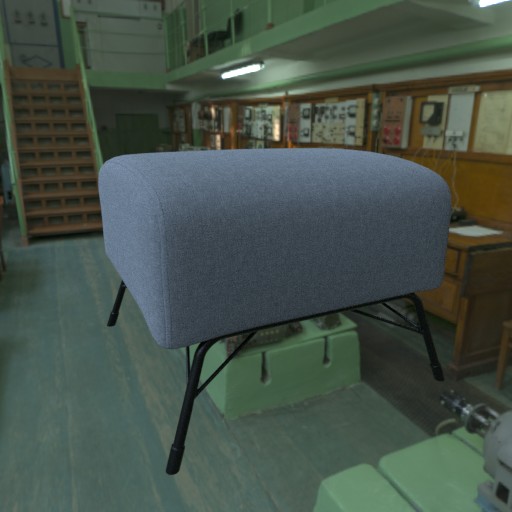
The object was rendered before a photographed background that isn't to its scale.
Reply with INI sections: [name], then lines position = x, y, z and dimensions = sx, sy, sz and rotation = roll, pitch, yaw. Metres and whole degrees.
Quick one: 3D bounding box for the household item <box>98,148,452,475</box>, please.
[household item]
position = 0.000, 0.000, 0.880
dimensions = 0.530, 0.410, 0.530
rotation = -8, 19, -25
